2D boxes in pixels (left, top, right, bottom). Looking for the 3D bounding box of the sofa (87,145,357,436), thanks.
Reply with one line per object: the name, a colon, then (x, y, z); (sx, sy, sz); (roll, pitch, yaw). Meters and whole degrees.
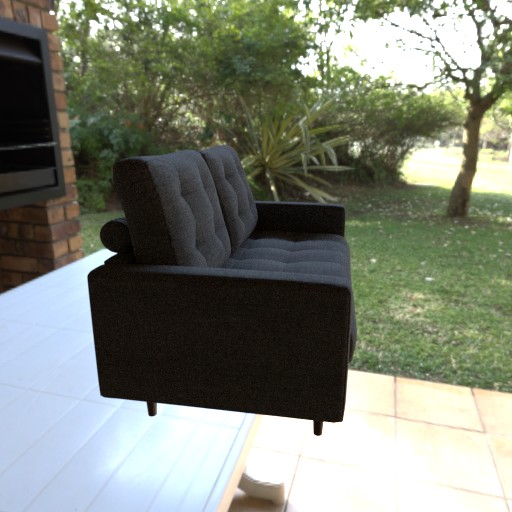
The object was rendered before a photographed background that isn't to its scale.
sofa: (0.000, 0.000, 1.945); (0.842, 0.907, 1.407); (3, 16, 10)
